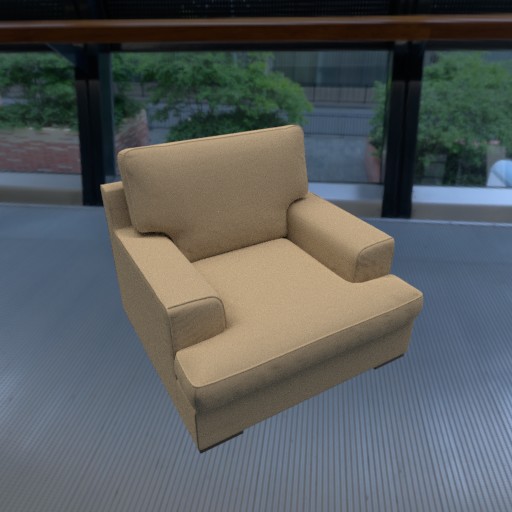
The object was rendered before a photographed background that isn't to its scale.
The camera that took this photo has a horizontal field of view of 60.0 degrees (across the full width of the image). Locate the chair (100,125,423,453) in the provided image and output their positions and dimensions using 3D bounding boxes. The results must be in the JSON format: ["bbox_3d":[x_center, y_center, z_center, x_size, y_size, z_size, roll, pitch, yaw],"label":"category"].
[{"bbox_3d":[0.000,0.000,2.165,1.293,1.005,1.274,-21,36,-32],"label":"chair"}]
